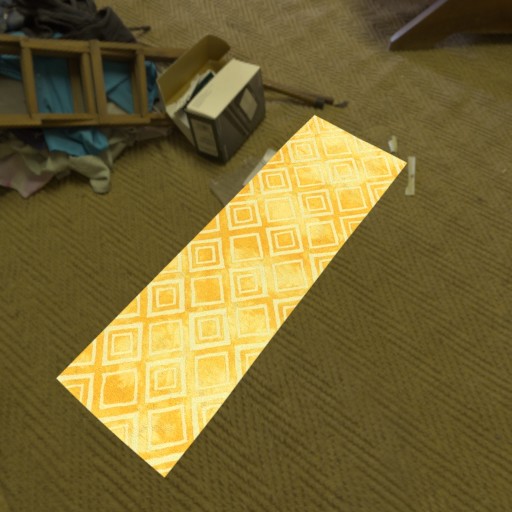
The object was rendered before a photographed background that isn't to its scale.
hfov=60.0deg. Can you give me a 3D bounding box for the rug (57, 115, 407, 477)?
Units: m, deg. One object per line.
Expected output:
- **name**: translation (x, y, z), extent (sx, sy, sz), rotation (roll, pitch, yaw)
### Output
- **rug**: translation (0.000, 0.000, 2.669), extent (0.775, 0.010, 2.438), rotation (33, 65, 18)
